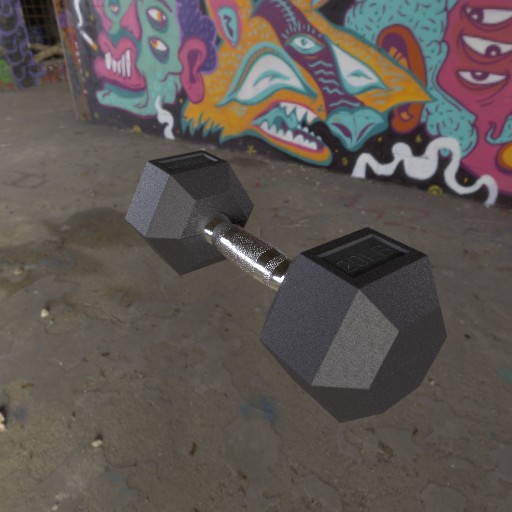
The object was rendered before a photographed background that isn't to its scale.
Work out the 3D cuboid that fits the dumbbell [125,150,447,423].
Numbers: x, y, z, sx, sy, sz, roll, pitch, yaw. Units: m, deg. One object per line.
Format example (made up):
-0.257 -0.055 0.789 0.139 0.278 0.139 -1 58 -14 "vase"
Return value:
0.000 0.000 0.355 0.116 0.101 0.297 -20 36 -31 "dumbbell"
